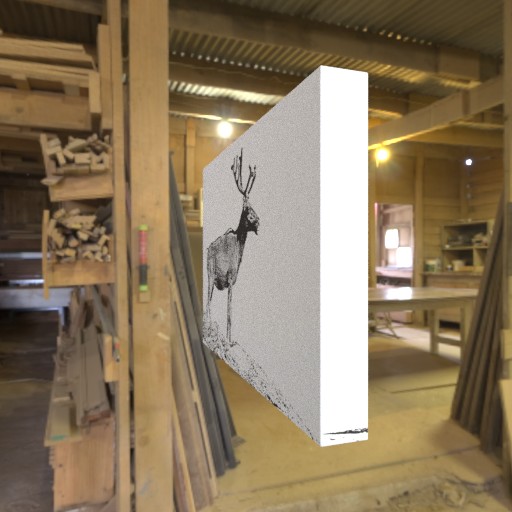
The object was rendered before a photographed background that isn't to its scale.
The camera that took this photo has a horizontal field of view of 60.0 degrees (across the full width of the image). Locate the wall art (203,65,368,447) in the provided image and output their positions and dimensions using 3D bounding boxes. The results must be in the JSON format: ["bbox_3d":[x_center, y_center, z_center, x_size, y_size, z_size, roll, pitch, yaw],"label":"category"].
[{"bbox_3d":[0.000,0.000,0.487,0.038,0.259,0.381,0,0,-19],"label":"wall art"}]
